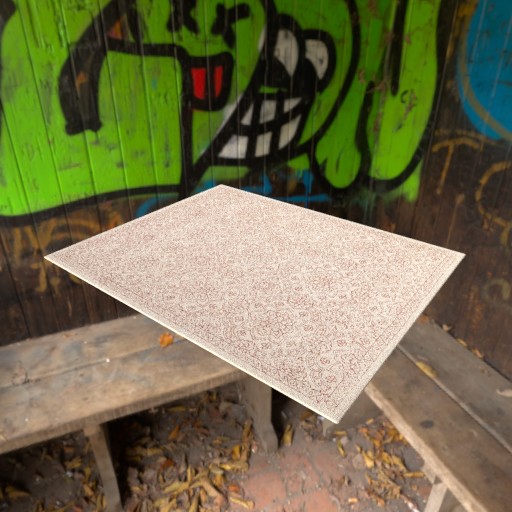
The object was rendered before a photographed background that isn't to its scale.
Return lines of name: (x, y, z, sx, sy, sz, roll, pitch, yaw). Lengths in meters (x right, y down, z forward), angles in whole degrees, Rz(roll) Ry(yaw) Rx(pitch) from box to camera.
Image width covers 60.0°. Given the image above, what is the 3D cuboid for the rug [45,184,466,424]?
rug: (0.000, 0.000, 4.101, 3.050, 0.015, 2.441, 21, 35, 32)
